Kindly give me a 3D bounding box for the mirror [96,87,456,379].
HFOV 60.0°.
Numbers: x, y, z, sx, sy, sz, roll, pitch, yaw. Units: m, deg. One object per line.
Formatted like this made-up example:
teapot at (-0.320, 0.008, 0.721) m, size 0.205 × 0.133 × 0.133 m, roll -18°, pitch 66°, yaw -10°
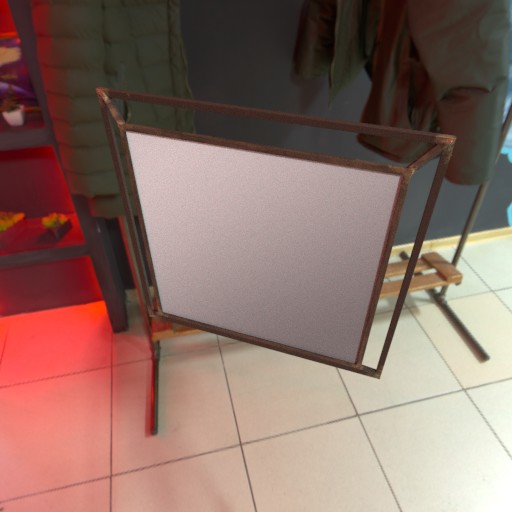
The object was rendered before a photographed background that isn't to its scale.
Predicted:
mirror at (0.000, 0.000, 0.913) m, size 0.610 × 0.610 × 0.032 m, roll 13°, pitch 42°, yaw 14°
